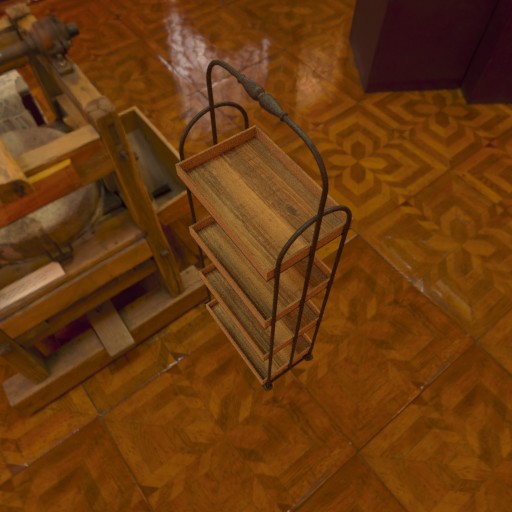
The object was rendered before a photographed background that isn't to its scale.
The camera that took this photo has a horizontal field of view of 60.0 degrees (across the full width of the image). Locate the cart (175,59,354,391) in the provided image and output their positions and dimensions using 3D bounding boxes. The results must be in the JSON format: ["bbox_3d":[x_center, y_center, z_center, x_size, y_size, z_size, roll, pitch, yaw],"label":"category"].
[{"bbox_3d":[0.000,0.000,1.655,0.308,1.481,0.581,-31,63,-18],"label":"cart"}]
